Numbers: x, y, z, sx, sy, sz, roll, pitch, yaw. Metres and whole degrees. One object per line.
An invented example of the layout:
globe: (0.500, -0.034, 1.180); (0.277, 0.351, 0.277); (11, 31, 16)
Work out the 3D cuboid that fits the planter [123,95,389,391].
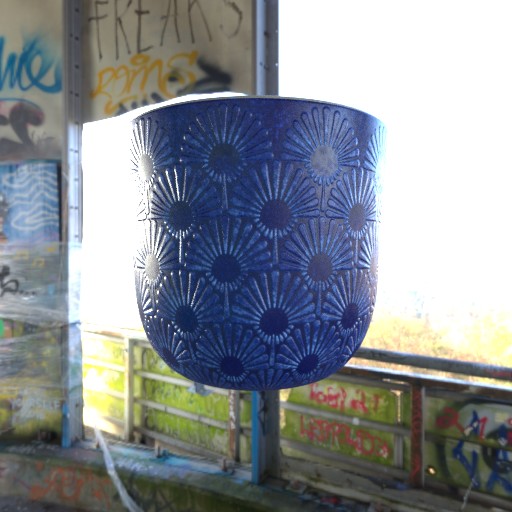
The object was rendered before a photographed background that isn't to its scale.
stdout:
planter: (0.000, 0.000, 0.361); (0.206, 0.190, 0.206); (0, 1, 0)
